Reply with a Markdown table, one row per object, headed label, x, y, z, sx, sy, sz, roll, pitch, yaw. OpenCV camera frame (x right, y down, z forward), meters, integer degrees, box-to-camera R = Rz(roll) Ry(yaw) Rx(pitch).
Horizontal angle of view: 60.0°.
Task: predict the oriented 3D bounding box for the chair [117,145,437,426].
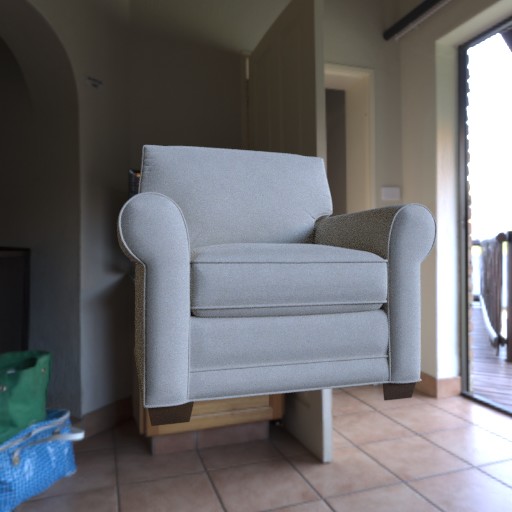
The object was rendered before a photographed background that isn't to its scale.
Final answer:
| label | x | y | z | sx | sy | sz | roll | pitch | yaw |
| --- | --- | --- | --- | --- | --- | --- | --- | --- | --- |
| chair | 0.000 | 0.000 | 1.741 | 1.040 | 0.955 | 0.863 | 0 | 0 | -17 |
